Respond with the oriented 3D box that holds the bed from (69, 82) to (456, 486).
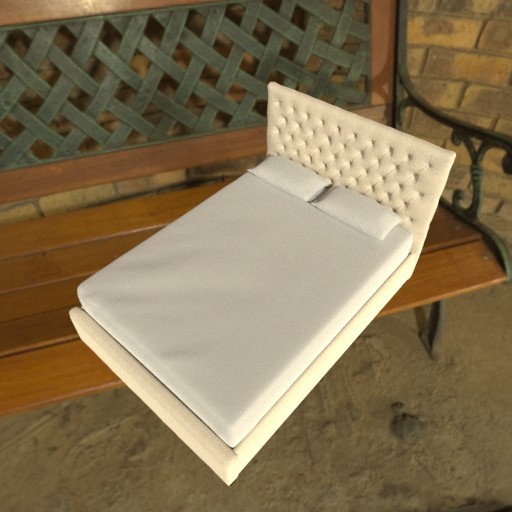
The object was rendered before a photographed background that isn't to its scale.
[{"bbox_3d":[0.000,0.000,3.362,1.698,1.427,2.387,33,54,27],"label":"bed"}]
